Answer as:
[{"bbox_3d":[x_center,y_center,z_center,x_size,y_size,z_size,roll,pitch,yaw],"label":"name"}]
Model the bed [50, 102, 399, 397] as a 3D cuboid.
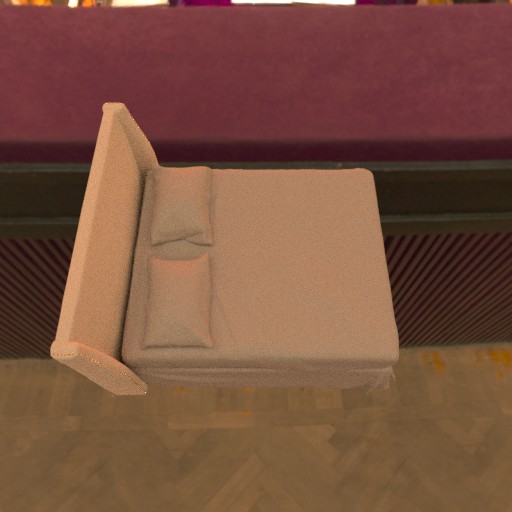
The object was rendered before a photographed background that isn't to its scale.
[{"bbox_3d":[0.000,0.000,3.421,2.276,1.332,1.925,0,63,0],"label":"bed"}]
